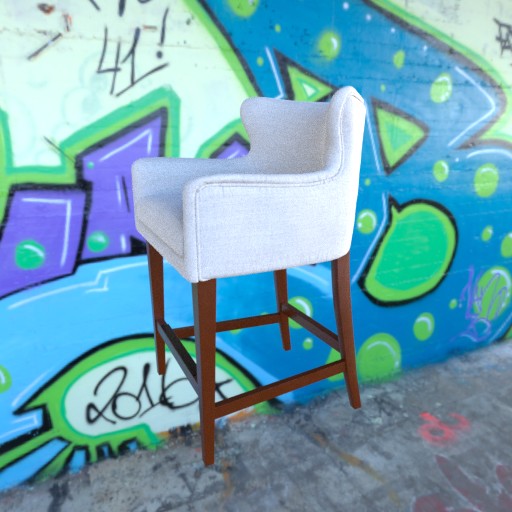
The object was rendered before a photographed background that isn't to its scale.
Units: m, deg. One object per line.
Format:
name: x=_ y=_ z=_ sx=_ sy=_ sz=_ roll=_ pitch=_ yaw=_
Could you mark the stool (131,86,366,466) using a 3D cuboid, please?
stool: x=0.000 y=0.000 z=1.413 sx=0.637 sy=0.987 sz=0.615 roll=-8 pitch=18 yaw=-25
